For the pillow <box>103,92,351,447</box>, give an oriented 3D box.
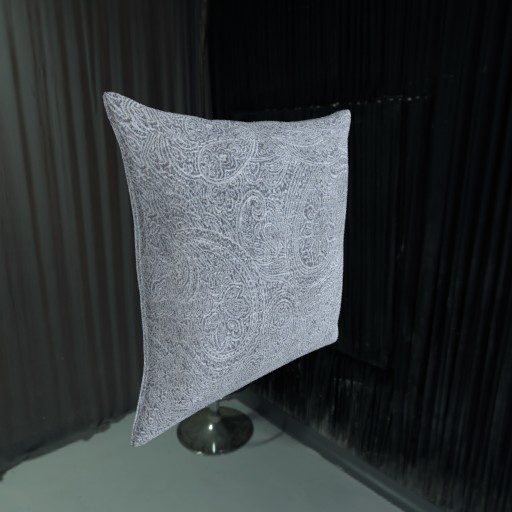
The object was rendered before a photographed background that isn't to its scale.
[{"bbox_3d":[0.000,0.000,0.780,0.523,0.510,0.166,-14,20,-42],"label":"pillow"}]
